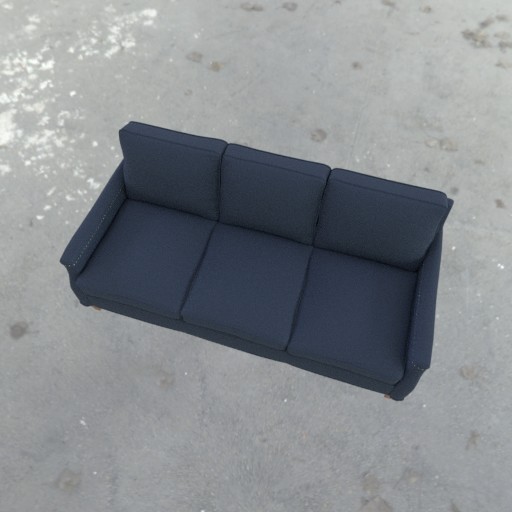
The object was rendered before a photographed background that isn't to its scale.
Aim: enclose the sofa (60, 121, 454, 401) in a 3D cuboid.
[{"bbox_3d":[0.000,0.000,2.862,2.246,1.003,1.084,15,61,9],"label":"sofa"}]
